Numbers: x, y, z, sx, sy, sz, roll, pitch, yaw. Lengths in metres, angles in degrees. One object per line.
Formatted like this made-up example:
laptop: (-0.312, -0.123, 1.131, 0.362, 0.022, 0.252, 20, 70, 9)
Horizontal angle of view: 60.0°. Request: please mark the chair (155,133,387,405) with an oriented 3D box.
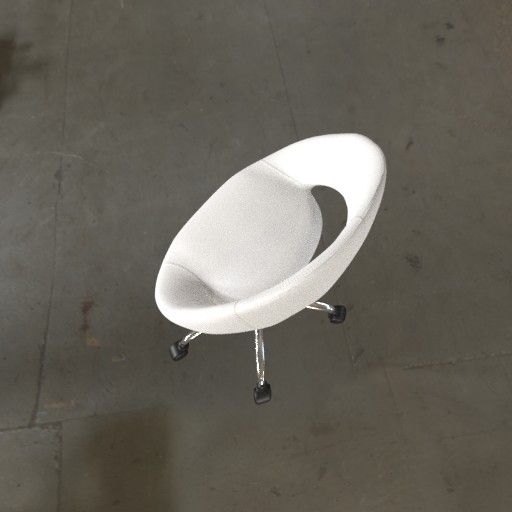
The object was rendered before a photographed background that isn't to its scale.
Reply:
chair: (0.000, 0.000, 1.170, 0.538, 0.791, 0.612, 33, 68, 16)
